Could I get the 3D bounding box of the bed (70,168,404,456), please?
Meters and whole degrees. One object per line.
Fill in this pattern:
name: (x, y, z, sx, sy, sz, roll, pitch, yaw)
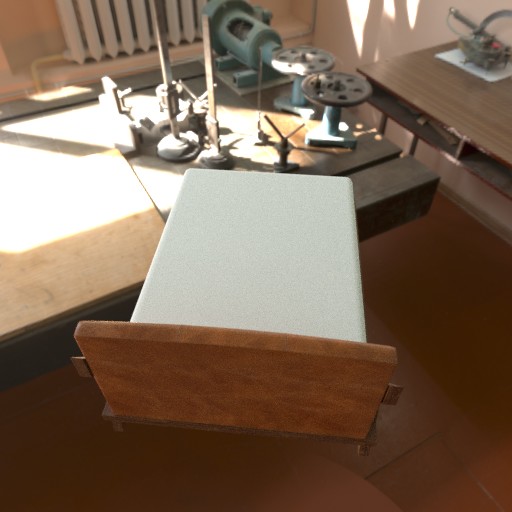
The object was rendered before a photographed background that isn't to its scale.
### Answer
bed: (0.000, 0.000, 3.231, 1.651, 1.168, 2.311, 4, 46, 4)
